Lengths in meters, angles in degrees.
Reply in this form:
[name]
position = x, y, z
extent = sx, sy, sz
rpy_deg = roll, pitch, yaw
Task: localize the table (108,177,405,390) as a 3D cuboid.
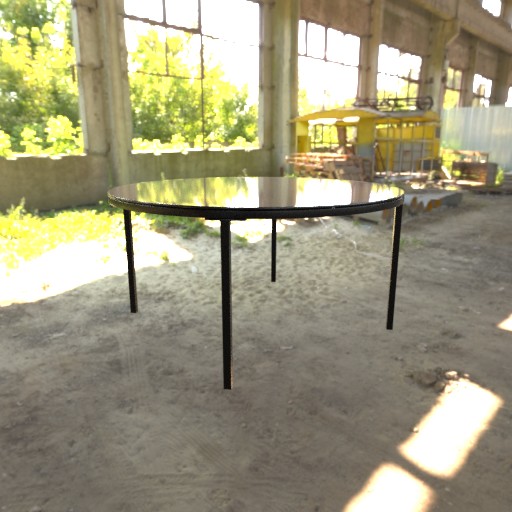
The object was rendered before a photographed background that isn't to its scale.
[table]
position = 0.000, 0.000, 1.299
extent = 0.800, 0.400, 0.800
rpy_deg = 0, 14, 0
